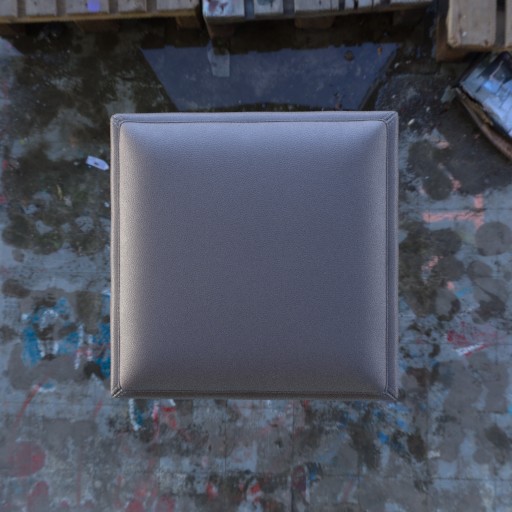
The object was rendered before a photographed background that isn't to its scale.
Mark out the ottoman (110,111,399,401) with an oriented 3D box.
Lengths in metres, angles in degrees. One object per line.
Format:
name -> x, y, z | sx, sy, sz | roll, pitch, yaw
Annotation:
ottoman -> 0.000, 0.000, 0.819 | 0.450, 0.460, 0.451 | 0, 90, 2
